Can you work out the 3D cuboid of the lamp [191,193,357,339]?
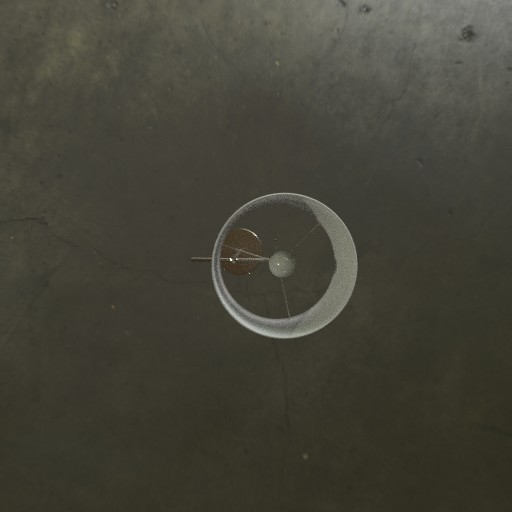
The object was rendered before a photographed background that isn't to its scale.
[{"bbox_3d":[0.000,0.000,1.777,0.416,1.600,0.324,0,92,-1],"label":"lamp"}]
